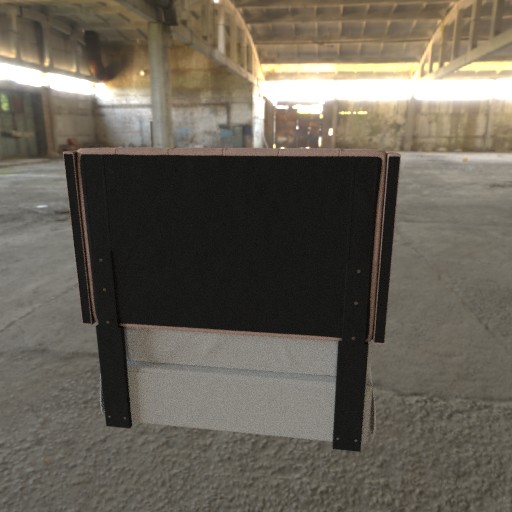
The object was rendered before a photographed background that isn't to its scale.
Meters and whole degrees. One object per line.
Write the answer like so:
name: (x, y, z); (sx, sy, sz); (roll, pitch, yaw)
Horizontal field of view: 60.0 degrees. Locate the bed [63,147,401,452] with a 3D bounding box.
bed: (0.000, 0.000, 3.371); (1.719, 1.665, 2.066); (2, 16, 8)
